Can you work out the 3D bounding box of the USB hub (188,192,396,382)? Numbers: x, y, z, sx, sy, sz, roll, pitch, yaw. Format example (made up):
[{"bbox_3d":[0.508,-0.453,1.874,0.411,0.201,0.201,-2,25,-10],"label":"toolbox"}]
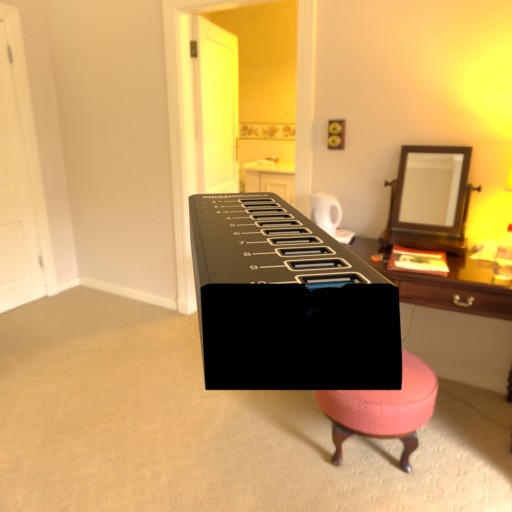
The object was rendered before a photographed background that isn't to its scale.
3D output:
[{"bbox_3d":[0.000,0.000,0.159,0.044,0.023,0.145,-3,17,-9],"label":"USB hub"}]
